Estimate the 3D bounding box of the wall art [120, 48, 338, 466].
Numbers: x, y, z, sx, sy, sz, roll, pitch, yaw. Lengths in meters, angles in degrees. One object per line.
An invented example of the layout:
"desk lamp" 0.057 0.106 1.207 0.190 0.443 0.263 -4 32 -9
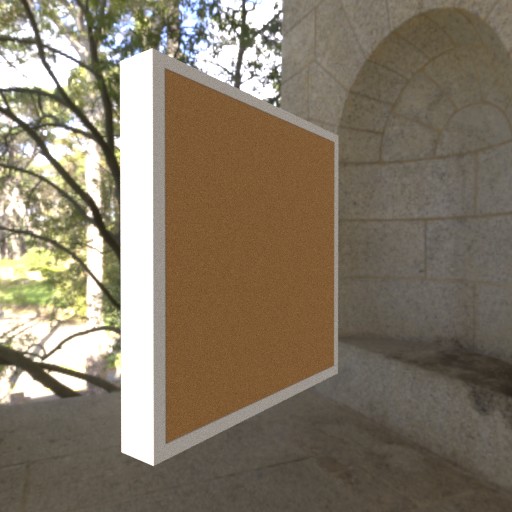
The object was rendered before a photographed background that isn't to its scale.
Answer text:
"wall art" 0.000 0.000 0.457 0.038 0.305 0.305 1 1 36
